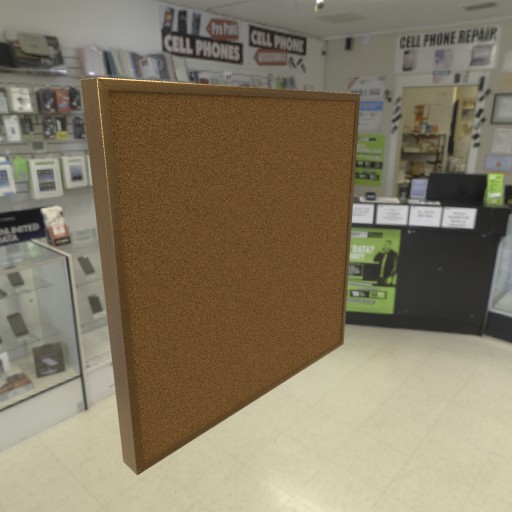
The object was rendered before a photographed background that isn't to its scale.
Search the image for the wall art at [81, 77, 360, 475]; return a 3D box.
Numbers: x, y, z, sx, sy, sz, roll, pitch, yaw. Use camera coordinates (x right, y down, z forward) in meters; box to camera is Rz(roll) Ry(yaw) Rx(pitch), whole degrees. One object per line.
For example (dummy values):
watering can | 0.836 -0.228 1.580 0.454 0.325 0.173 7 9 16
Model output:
wall art | 0.000 0.000 0.713 0.037 0.505 0.505 16 24 41
